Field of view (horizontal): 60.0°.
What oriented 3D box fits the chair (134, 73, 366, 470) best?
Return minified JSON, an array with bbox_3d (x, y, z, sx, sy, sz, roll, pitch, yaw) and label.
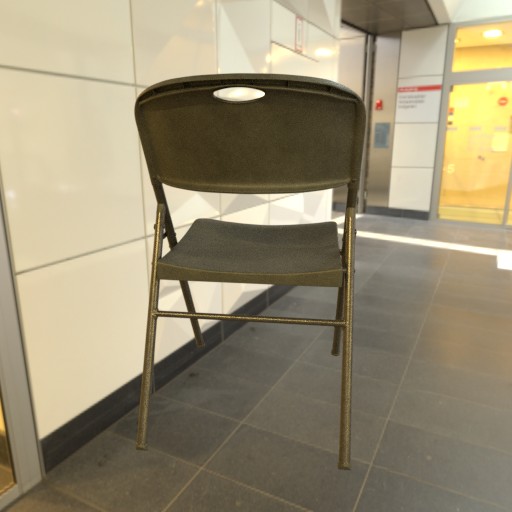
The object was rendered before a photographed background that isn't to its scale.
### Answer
[{"bbox_3d":[0.000,0.000,1.144,0.494,0.810,0.566,2,15,8],"label":"chair"}]
